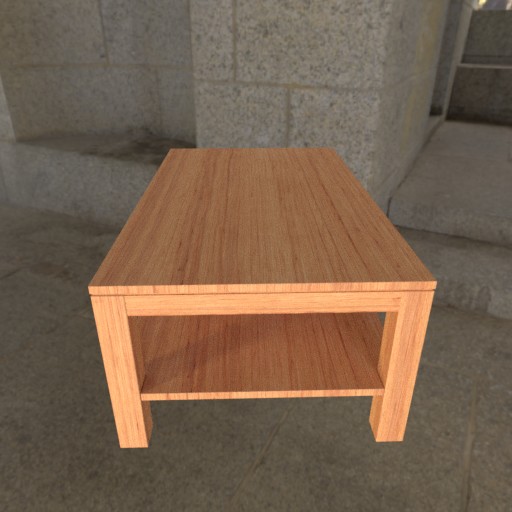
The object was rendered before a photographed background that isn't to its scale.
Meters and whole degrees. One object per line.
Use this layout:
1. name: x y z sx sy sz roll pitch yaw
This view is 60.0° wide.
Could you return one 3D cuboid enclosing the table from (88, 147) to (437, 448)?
1. table: 0.000 0.000 1.494 0.695 0.457 1.146 -1 27 -1
